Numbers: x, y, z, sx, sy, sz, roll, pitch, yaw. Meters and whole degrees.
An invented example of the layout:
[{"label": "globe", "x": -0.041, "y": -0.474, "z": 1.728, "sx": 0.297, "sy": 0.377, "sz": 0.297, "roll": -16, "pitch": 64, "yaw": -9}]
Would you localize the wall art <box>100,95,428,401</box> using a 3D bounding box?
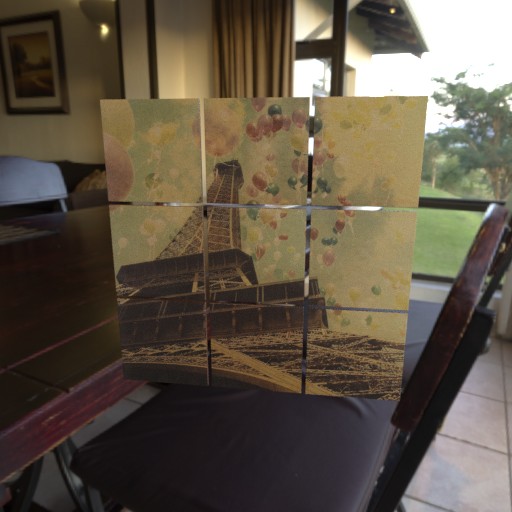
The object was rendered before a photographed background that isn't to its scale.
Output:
[{"label": "wall art", "x": 0.000, "y": 0.000, "z": 1.848, "sx": 1.256, "sy": 1.246, "sz": 0.017, "roll": 2, "pitch": 15, "yaw": 8}]
